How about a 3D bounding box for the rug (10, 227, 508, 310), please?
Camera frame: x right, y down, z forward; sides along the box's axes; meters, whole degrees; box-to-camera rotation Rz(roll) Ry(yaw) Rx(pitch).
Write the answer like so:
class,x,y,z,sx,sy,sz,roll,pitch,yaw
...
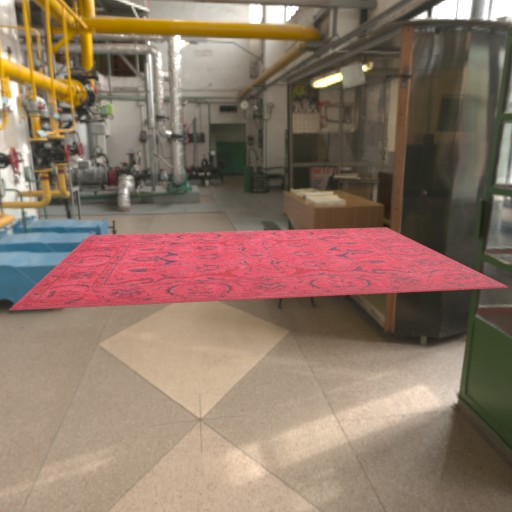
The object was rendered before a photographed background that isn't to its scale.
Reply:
class,x,y,z,sx,sy,sz,roll,pitch,yaw
rug,0.000,0.000,2.867,2.423,0.010,1.534,-2,15,-7
